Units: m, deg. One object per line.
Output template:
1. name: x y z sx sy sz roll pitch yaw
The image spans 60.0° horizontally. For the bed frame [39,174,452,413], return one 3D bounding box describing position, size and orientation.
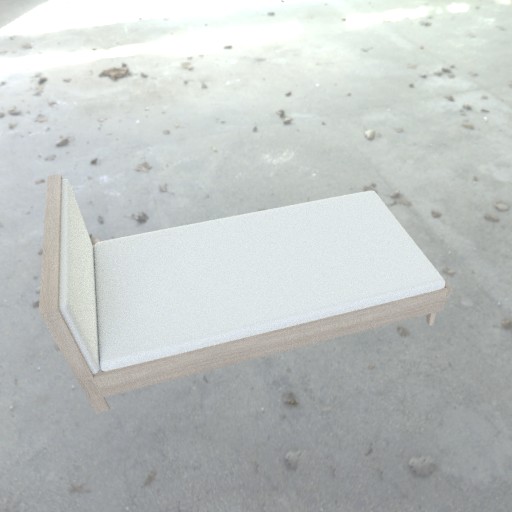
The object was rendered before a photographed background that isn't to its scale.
1. bed frame: 0.000 0.000 2.682 2.140 0.920 0.990 -12 47 -11
